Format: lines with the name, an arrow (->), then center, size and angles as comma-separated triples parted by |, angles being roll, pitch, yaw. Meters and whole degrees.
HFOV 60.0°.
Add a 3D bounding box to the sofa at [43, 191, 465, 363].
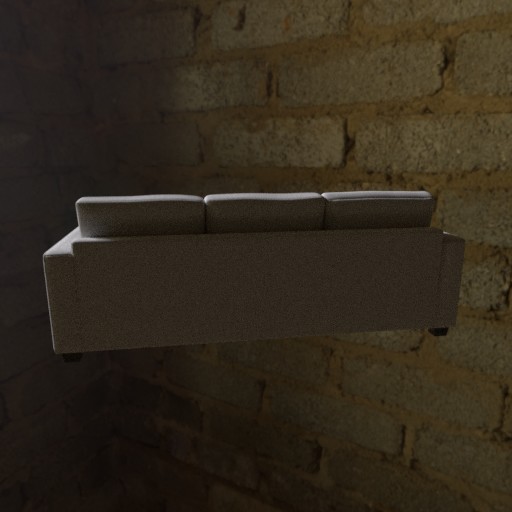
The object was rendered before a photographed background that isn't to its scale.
sofa -> 0.000, 0.000, 2.629 | 2.120, 0.800, 0.900 | -2, 14, -9
